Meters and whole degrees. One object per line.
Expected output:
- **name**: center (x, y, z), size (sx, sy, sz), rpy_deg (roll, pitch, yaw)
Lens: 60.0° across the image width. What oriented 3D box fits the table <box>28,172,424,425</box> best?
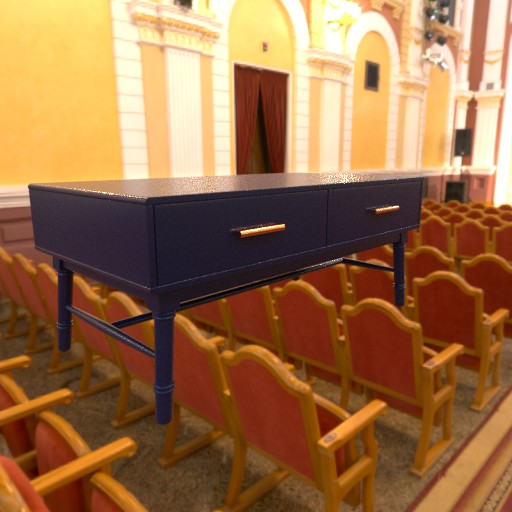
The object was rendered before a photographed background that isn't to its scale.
- **table**: center (0.000, 0.000, 1.345), size (0.572, 0.457, 1.067), rpy_deg (12, 18, 43)
